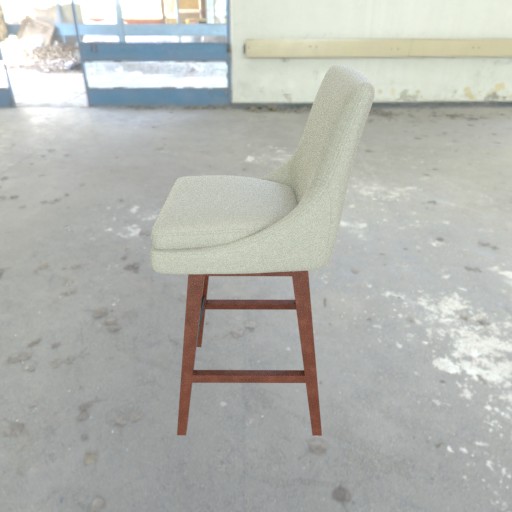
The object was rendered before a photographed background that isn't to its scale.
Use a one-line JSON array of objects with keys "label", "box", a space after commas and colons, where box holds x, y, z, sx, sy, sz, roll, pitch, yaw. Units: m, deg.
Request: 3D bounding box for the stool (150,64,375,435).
[{"label": "stool", "box": [0.000, 0.000, 1.405, 0.559, 1.092, 0.470, 0, 29, 0]}]
